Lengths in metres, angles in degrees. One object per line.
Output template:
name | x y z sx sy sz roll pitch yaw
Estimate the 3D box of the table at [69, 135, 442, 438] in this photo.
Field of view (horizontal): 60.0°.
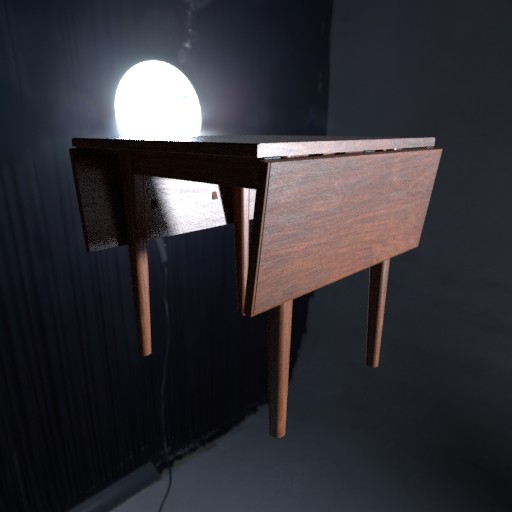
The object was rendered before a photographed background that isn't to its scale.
table | 0.000 0.000 1.478 0.843 0.763 0.812 15 22 42
